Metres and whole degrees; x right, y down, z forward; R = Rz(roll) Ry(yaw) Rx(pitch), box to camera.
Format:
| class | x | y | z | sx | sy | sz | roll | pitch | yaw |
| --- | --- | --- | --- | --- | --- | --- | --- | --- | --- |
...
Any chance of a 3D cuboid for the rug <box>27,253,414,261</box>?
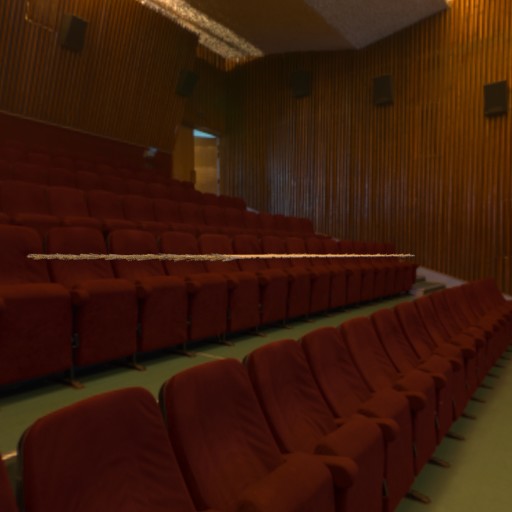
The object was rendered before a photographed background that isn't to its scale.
| class | x | y | z | sx | sy | sz | roll | pitch | yaw |
| --- | --- | --- | --- | --- | --- | --- | --- | --- | --- |
| rug | 0.000 | 0.000 | 2.533 | 1.224 | 0.028 | 2.023 | 0 | 0 | 35 |
